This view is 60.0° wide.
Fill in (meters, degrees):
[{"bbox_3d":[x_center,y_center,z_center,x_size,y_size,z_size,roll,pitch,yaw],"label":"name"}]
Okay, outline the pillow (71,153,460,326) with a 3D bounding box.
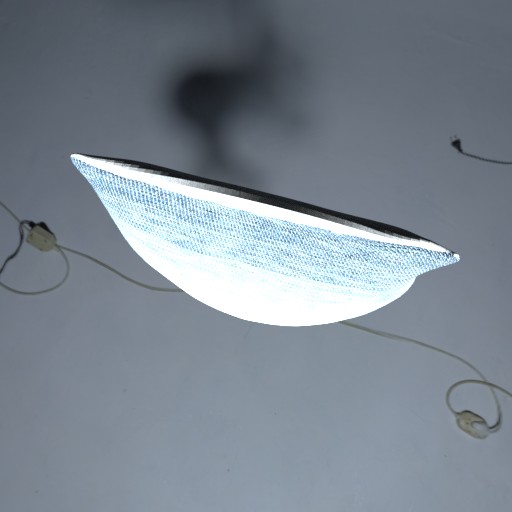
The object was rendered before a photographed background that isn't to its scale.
[{"bbox_3d":[0.000,0.000,0.675,0.440,0.441,0.182,15,76,4],"label":"pillow"}]
